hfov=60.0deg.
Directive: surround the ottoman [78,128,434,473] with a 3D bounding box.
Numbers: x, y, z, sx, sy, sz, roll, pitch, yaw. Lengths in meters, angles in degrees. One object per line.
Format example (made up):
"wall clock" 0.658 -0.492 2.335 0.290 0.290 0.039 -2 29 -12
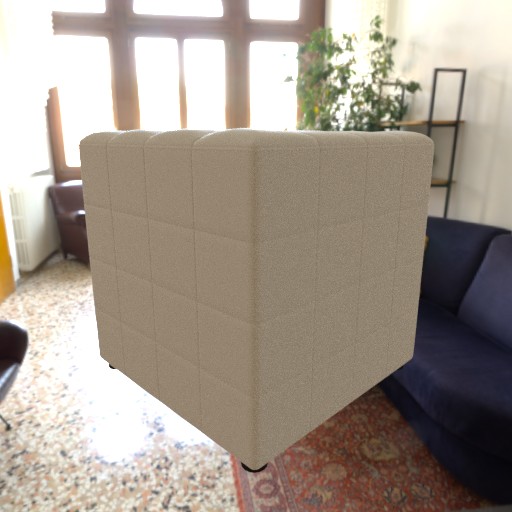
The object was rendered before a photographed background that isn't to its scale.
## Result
"ottoman" 0.000 0.000 0.790 0.425 0.432 0.425 -14 21 -43
